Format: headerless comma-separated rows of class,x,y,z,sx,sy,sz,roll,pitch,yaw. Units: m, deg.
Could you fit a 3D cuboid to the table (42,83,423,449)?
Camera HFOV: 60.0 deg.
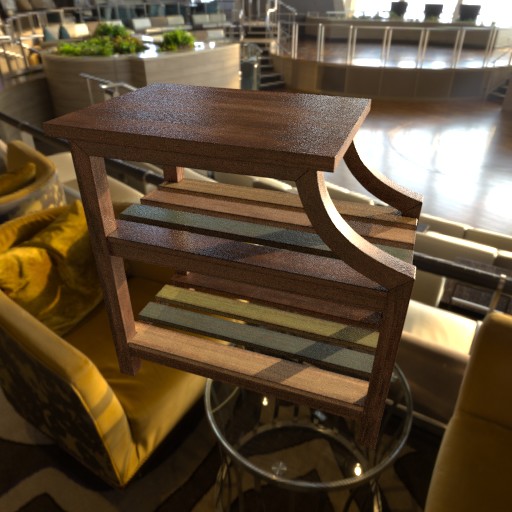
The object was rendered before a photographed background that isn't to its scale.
table,0.000,0.000,0.924,0.609,0.584,0.356,11,33,17
